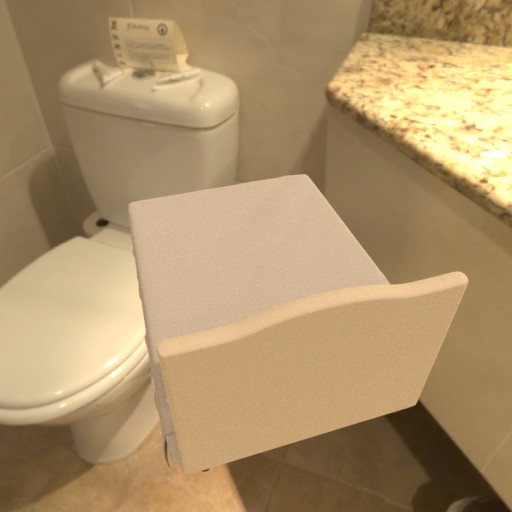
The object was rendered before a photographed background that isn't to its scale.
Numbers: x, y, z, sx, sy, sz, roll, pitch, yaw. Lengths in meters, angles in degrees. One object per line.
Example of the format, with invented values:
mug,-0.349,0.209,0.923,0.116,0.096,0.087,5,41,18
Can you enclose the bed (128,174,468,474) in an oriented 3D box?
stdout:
bed,0.000,0.000,3.535,1.977,1.437,2.477,-11,42,-13
